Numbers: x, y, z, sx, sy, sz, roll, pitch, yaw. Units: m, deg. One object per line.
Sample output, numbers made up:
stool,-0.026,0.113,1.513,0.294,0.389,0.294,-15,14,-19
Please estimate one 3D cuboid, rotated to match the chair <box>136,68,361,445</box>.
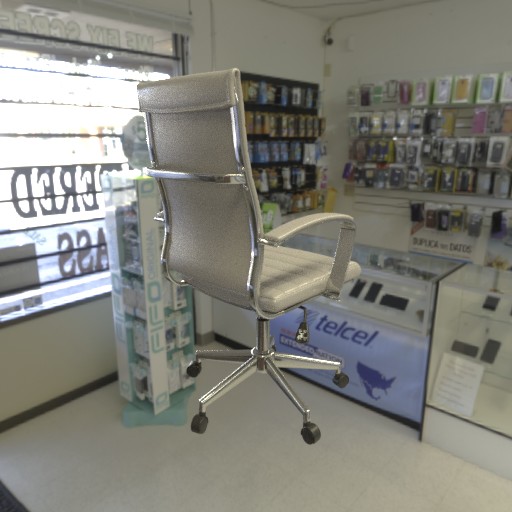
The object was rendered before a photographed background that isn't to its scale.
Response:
chair,0.000,0.000,1.585,0.679,1.149,0.667,14,20,42
